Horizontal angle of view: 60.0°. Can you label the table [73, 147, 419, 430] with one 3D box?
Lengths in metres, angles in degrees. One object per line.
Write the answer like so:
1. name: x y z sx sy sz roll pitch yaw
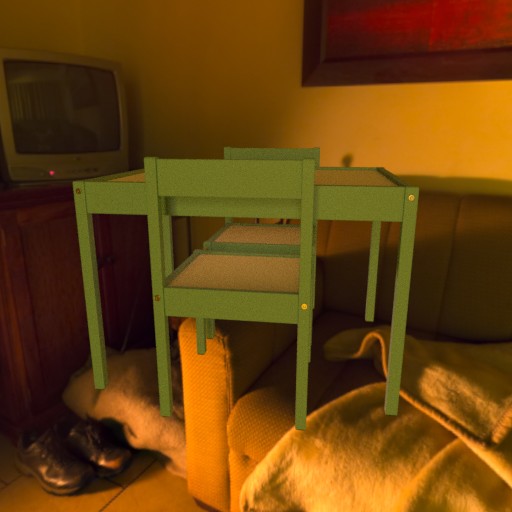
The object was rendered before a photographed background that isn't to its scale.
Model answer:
1. table: 0.000 0.000 1.089 0.639 0.503 0.633 2 16 8
